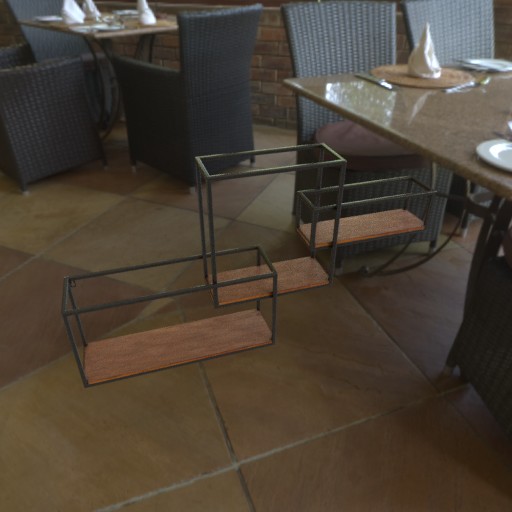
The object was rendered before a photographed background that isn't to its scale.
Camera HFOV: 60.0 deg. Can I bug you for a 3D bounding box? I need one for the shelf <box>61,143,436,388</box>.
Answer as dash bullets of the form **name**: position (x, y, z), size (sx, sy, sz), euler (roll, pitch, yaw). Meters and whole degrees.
- **shelf**: position (0.000, 0.000, 2.155), size (1.781, 0.972, 0.275), euler (-10, 34, -15)
